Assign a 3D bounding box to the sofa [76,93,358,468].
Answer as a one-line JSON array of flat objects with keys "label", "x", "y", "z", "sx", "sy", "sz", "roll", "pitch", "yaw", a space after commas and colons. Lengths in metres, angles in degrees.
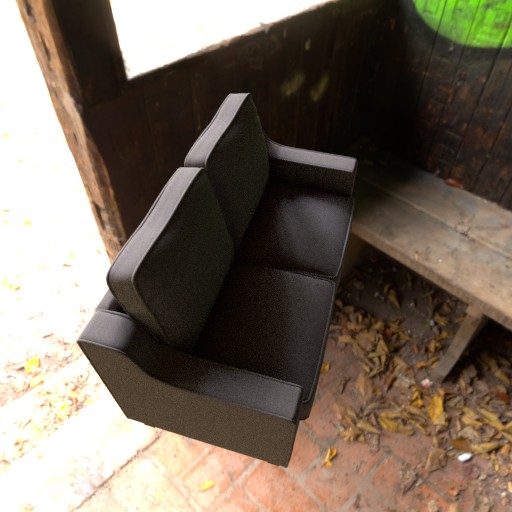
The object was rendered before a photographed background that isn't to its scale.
[{"label": "sofa", "x": 0.000, "y": 0.000, "z": 2.036, "sx": 0.791, "sy": 0.948, "sz": 1.500, "roll": 12, "pitch": 48, "yaw": 11}]
